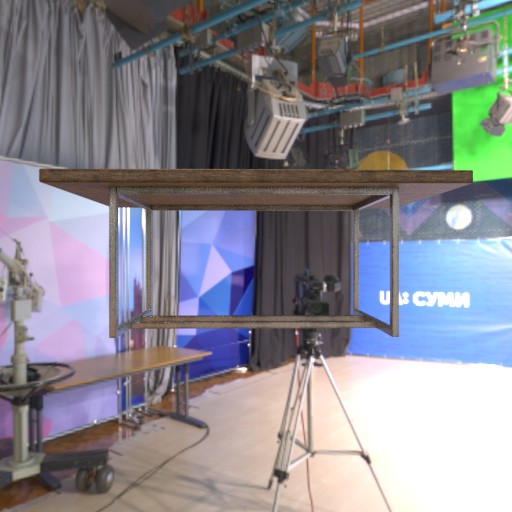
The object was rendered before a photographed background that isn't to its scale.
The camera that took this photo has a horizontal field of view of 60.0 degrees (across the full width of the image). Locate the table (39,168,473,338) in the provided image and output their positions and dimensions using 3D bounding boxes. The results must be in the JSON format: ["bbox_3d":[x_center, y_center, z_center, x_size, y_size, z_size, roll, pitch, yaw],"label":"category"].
[{"bbox_3d":[0.000,0.000,2.565,1.989,0.795,1.078,0,0,-1],"label":"table"}]
